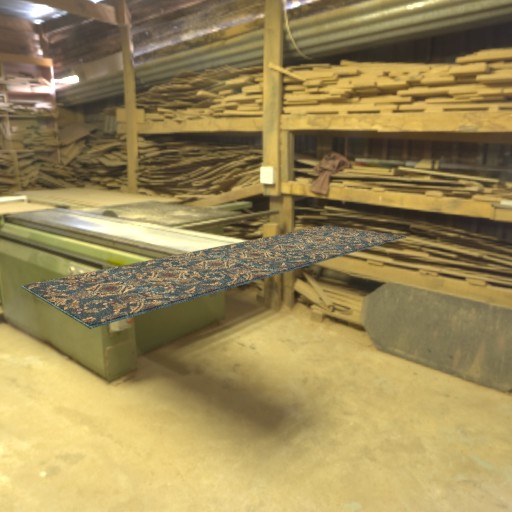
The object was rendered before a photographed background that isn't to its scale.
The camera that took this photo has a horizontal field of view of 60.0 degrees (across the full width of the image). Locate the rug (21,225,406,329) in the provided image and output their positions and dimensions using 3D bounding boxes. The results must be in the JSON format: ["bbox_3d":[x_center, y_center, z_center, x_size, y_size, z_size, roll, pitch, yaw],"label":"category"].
[{"bbox_3d":[0.000,0.000,2.533,0.685,0.014,2.292,13,19,43],"label":"rug"}]
